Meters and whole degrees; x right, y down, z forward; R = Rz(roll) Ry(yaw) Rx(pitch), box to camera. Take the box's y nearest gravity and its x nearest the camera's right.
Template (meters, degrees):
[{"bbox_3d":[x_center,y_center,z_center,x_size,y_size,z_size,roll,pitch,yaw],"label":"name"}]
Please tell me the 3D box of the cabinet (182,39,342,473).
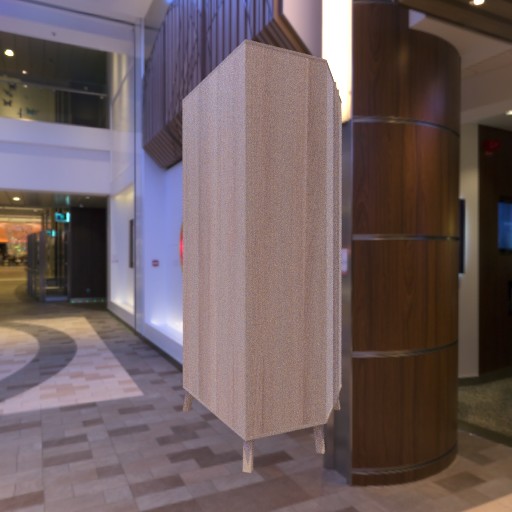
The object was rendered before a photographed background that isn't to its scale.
[{"bbox_3d":[0.000,0.000,2.650,0.969,1.957,1.272,0,0,18],"label":"cabinet"}]
